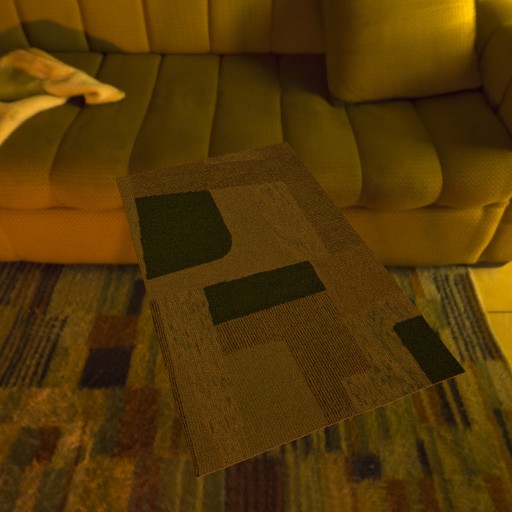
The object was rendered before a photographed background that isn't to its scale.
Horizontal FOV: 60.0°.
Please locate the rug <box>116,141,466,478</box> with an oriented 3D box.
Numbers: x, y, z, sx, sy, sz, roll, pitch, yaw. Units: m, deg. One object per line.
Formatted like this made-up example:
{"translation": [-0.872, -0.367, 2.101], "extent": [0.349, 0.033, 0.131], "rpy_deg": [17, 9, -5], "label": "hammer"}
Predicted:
{"translation": [0.000, 0.000, 3.003], "extent": [1.521, 0.015, 2.436], "rpy_deg": [-15, 49, -14], "label": "rug"}
